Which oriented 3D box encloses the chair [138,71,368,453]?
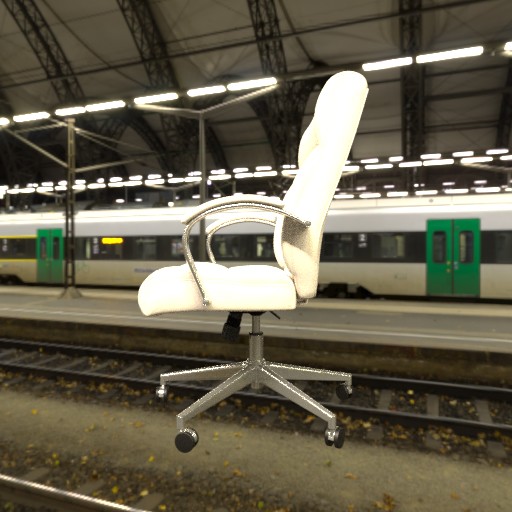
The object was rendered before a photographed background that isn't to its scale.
[{"bbox_3d":[0.000,0.000,1.590,0.745,1.099,0.727,0,1,0],"label":"chair"}]
